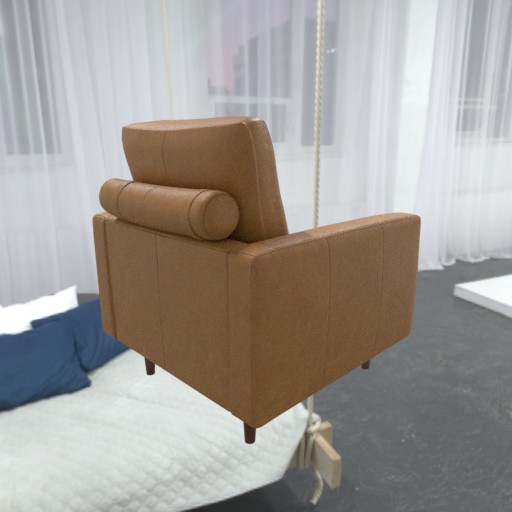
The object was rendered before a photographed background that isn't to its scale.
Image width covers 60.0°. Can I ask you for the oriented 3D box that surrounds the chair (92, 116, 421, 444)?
[{"bbox_3d":[0.000,0.000,1.537,0.868,0.896,0.831,-14,20,-43],"label":"chair"}]
